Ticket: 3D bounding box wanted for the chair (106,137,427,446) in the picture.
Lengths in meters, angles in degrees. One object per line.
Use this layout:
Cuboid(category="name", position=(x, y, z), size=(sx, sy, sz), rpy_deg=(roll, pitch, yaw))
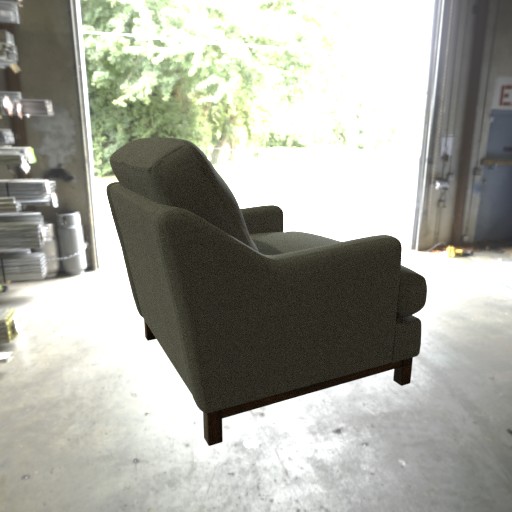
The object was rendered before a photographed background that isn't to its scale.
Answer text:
Cuboid(category="chair", position=(0.000, 0.000, 1.591), size=(0.892, 0.821, 0.826), rpy_deg=(-7, 16, -25))
